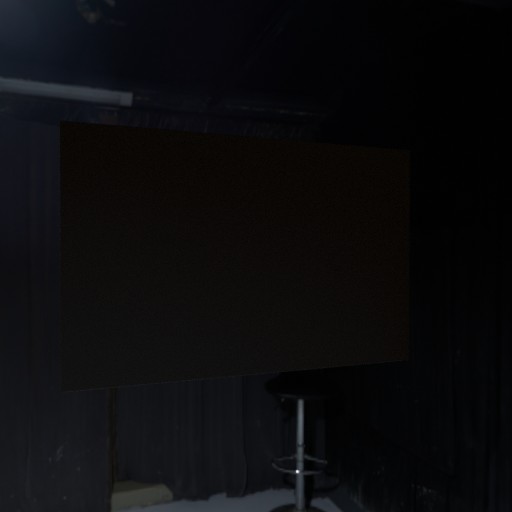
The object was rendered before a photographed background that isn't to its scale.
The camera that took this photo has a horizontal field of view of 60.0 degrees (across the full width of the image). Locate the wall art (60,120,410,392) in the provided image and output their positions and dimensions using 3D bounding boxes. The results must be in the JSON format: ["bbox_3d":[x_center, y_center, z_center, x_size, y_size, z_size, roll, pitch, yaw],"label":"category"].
[{"bbox_3d":[0.000,0.000,1.153,0.932,0.610,0.027,0,1,-18],"label":"wall art"}]
